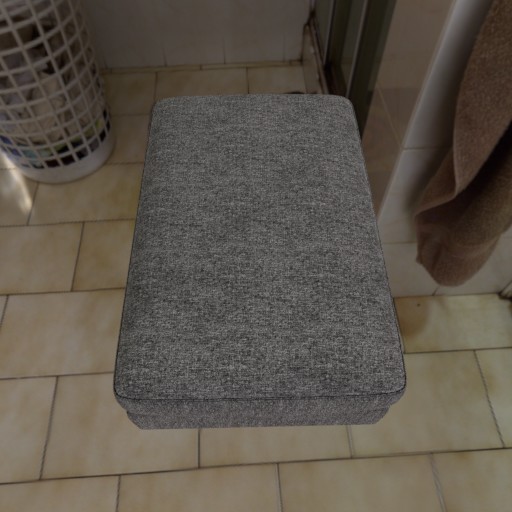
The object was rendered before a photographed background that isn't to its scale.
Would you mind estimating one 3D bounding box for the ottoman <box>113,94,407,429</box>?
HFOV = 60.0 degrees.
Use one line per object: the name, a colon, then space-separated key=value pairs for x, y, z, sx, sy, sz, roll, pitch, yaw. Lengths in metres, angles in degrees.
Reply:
ottoman: x=0.000 y=0.000 z=1.195 sx=0.584 sy=0.483 sz=0.864 roll=-1 pitch=59 yaw=-1
